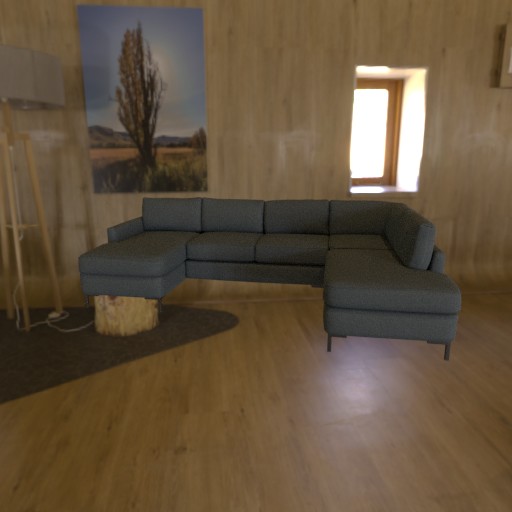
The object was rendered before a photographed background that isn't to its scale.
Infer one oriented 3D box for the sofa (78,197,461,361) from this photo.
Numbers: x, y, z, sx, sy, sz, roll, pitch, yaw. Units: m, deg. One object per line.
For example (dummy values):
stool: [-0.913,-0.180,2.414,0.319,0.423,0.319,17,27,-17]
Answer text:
sofa: [0.000,0.000,3.931,2.975,0.858,1.984,2,13,10]
